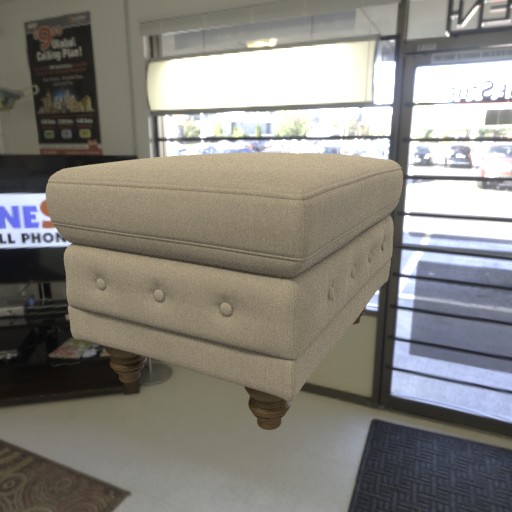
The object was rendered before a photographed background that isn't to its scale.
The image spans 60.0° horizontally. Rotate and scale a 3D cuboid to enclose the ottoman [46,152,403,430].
[{"bbox_3d":[0.000,0.000,1.110,0.569,0.500,0.771,8,16,27],"label":"ottoman"}]
